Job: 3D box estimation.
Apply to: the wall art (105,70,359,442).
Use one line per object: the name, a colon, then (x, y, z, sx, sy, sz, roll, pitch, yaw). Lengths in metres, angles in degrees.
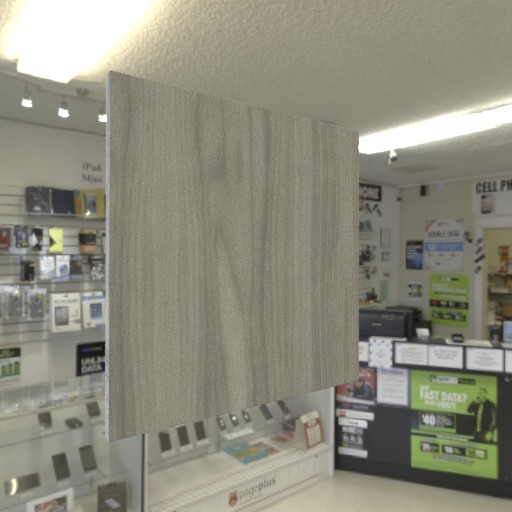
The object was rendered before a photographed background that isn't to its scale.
wall art: (0.000, 0.000, 0.759, 0.508, 0.507, 0.016, 0, 0, -36)
